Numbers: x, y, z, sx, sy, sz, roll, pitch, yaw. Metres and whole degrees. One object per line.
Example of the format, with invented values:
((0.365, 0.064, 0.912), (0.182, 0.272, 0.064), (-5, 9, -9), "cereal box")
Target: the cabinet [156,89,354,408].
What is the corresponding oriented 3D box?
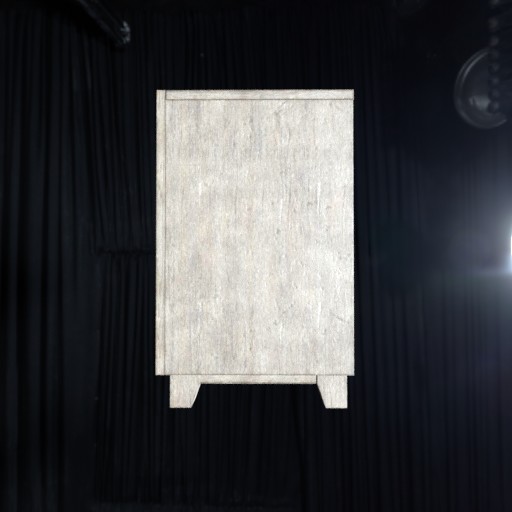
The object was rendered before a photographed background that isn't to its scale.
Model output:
((0.000, 0.000, 1.855), (0.511, 0.825, 1.460), (0, -1, 1), "cabinet")
